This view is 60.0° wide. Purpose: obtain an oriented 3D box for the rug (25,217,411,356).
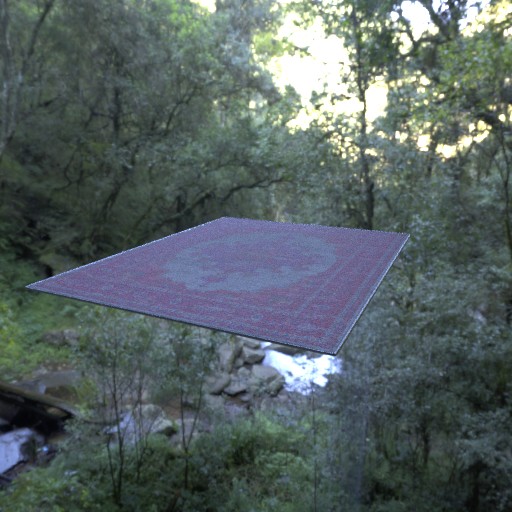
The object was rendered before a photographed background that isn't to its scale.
[{"bbox_3d":[0.000,0.000,4.229,2.447,0.017,3.123,8,18,25],"label":"rug"}]
